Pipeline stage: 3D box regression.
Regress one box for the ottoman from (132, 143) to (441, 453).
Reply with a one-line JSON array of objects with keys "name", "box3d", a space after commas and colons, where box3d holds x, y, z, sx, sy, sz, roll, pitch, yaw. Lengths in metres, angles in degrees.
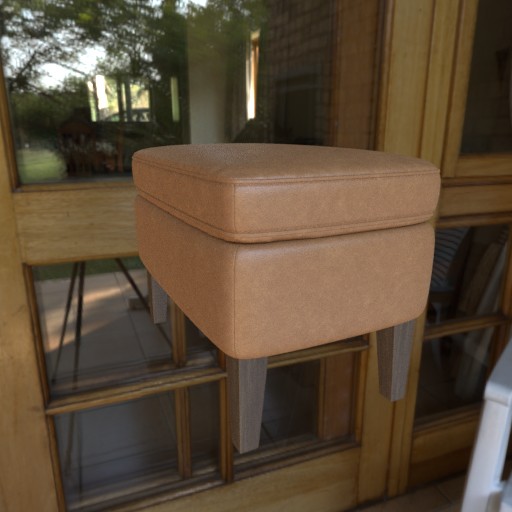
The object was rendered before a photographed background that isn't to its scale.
[{"name": "ottoman", "box3d": [0.000, 0.000, 0.984, 0.420, 0.480, 0.670, -8, 18, -25]}]
